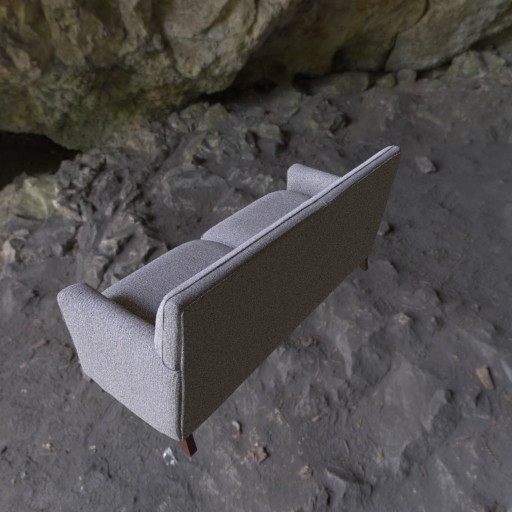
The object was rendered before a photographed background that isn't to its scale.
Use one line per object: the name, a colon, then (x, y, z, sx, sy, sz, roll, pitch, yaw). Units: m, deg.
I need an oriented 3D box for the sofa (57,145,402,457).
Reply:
sofa: (0.000, 0.000, 2.560, 0.854, 0.942, 2.026, 22, 38, 30)
